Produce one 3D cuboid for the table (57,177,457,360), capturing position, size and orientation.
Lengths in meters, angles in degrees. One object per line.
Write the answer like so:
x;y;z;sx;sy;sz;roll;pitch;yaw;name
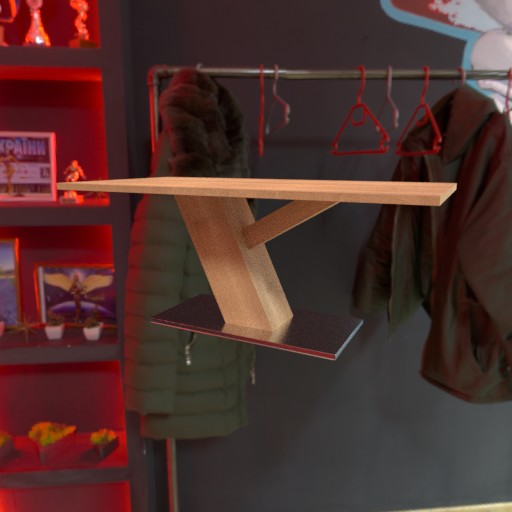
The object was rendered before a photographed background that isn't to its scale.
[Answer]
0.000;0.000;2.308;1.800;0.750;0.900;6;14;26;table
